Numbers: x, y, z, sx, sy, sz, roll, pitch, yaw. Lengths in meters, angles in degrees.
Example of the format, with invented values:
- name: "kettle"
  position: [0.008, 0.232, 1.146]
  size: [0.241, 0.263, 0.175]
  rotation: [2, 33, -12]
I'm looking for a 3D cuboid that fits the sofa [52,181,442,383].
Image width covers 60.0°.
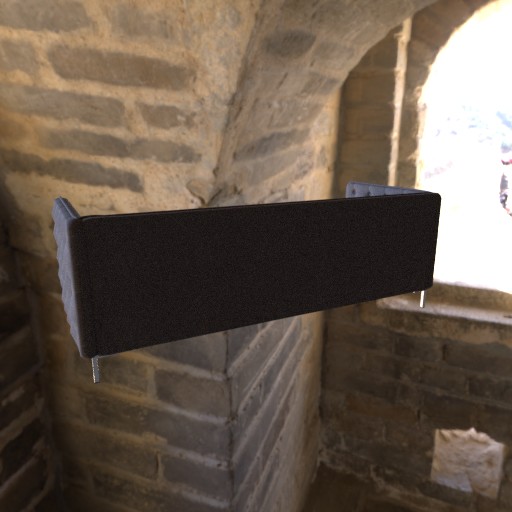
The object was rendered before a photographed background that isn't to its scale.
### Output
- name: "sofa"
  position: [0.000, 0.000, 2.729]
  size: [2.209, 0.771, 0.895]
  rotation: [-7, 16, -26]
